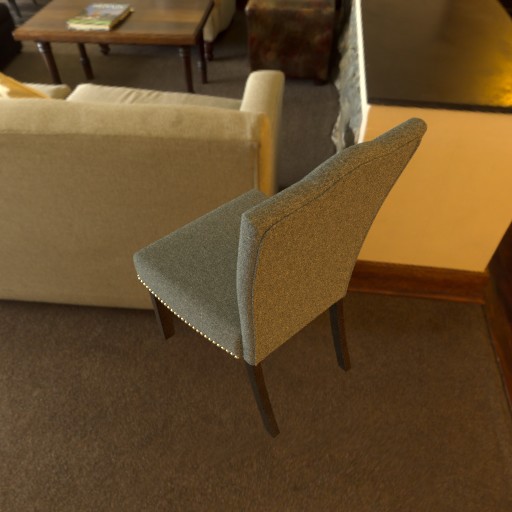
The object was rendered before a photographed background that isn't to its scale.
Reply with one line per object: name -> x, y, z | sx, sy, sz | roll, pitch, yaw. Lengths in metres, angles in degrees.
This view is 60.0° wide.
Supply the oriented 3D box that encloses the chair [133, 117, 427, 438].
chair -> 0.000, 0.000, 1.285 | 0.518, 0.946, 0.589 | -32, 54, -27
